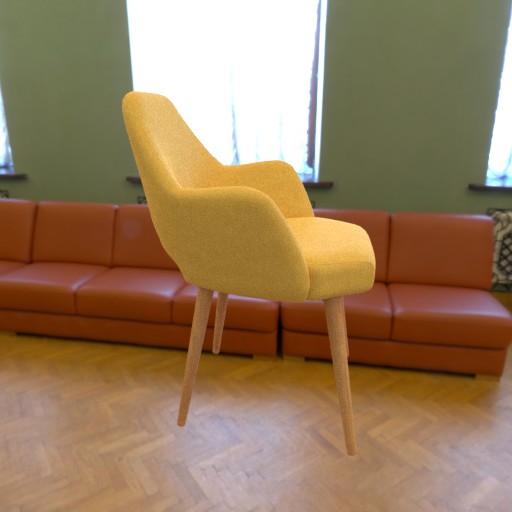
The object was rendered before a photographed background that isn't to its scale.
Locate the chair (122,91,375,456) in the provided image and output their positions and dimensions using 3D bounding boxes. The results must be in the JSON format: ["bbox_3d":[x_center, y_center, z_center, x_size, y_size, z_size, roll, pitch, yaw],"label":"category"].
[{"bbox_3d":[0.000,0.000,1.204,0.610,0.840,0.590,3,18,9],"label":"chair"}]
